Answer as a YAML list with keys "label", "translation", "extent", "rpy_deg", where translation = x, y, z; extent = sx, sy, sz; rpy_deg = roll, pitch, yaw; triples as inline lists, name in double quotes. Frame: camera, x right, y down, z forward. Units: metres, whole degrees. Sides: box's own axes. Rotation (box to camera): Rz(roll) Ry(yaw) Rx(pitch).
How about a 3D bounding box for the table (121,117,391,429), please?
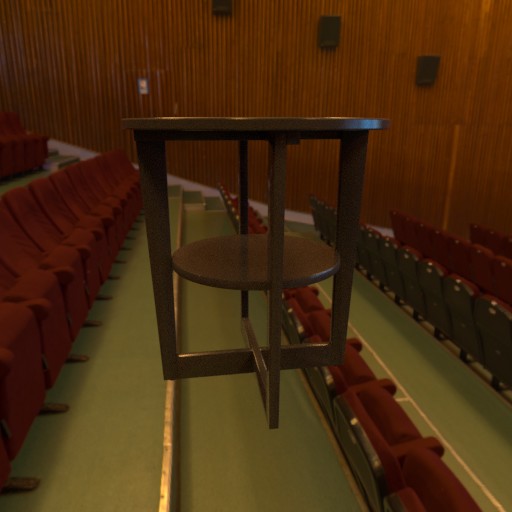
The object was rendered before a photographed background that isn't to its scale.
- label: "table"
  translation: [0.000, 0.000, 0.934]
  extent: [0.500, 0.550, 0.500]
  rpy_deg: [0, 16, 0]
